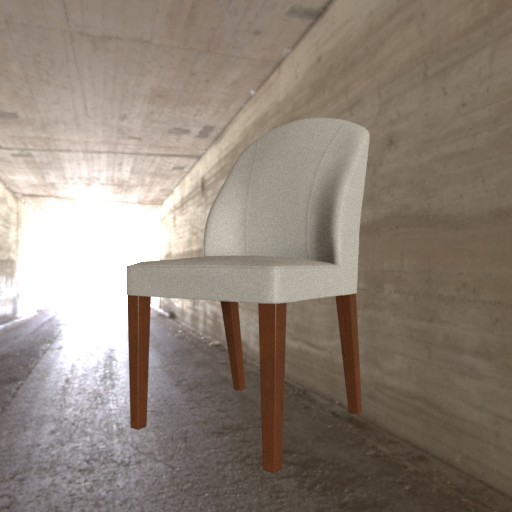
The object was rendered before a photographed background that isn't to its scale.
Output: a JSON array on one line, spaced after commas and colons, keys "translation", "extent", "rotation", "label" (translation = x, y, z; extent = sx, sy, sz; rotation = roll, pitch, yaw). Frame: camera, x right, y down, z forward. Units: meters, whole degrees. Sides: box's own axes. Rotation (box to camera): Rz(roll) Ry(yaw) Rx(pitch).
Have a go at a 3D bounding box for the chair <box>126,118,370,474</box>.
[{"translation": [0.000, 0.000, 1.220], "extent": [0.472, 0.893, 0.540], "rotation": [-1, -1, 35], "label": "chair"}]
